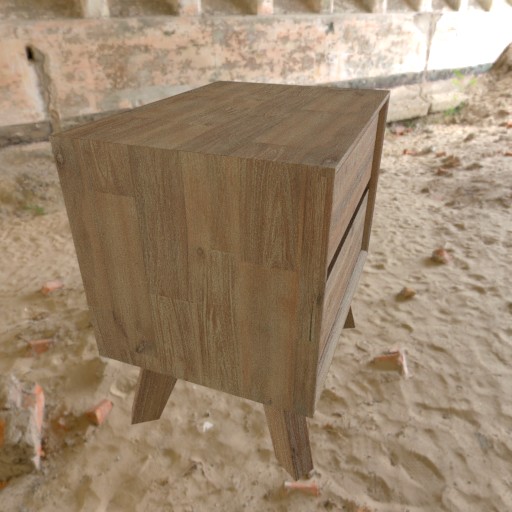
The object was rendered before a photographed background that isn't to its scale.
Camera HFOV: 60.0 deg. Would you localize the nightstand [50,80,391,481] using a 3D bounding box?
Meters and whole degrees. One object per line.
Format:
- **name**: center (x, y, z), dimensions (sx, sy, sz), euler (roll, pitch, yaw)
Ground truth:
- **nightstand**: center (0.000, 0.000, 0.914), dimensions (0.396, 0.589, 0.552), euler (11, 31, 18)
